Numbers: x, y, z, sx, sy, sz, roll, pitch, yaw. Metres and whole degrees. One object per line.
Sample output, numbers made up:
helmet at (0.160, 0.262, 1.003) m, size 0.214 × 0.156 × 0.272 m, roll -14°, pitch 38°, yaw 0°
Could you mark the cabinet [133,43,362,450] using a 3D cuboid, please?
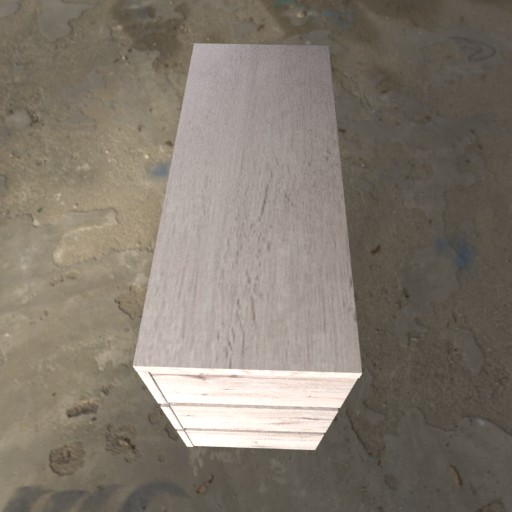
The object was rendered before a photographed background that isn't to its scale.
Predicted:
cabinet at (0.000, 0.000, 1.438) m, size 0.420 × 0.820 × 1.040 m, roll 2°, pitch 57°, yaw 1°
